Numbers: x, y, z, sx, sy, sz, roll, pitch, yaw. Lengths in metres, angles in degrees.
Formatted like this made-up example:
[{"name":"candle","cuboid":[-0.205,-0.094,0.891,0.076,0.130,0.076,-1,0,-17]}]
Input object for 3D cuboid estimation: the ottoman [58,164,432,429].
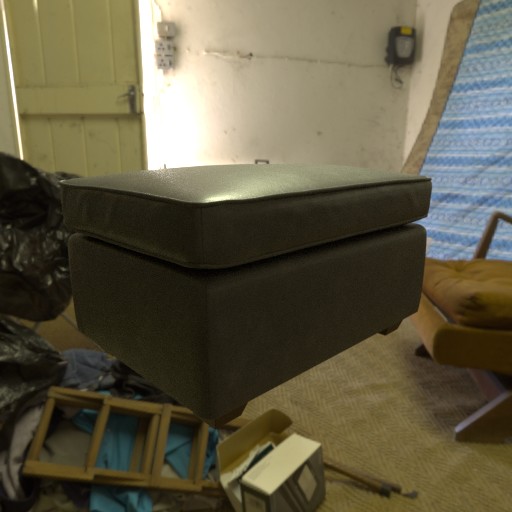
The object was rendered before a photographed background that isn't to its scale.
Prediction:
[{"name":"ottoman","cuboid":[0.000,0.000,1.106,0.756,0.445,0.554,-13,19,-42]}]
